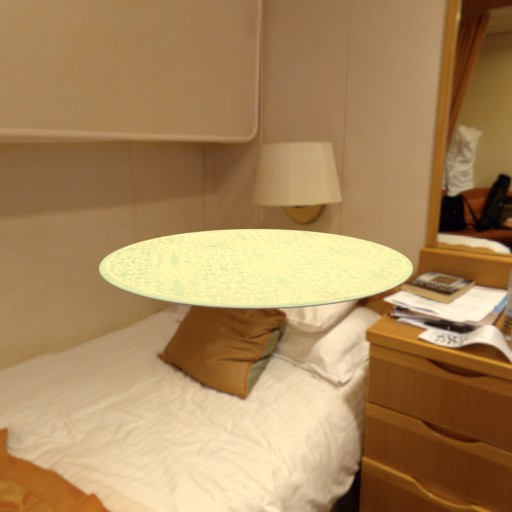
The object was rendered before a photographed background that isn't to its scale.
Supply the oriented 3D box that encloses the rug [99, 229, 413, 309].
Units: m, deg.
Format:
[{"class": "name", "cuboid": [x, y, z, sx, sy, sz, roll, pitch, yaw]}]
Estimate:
[{"class": "rug", "cuboid": [0.000, 0.000, 2.376, 1.593, 0.012, 1.593, 0, 14, 0]}]
